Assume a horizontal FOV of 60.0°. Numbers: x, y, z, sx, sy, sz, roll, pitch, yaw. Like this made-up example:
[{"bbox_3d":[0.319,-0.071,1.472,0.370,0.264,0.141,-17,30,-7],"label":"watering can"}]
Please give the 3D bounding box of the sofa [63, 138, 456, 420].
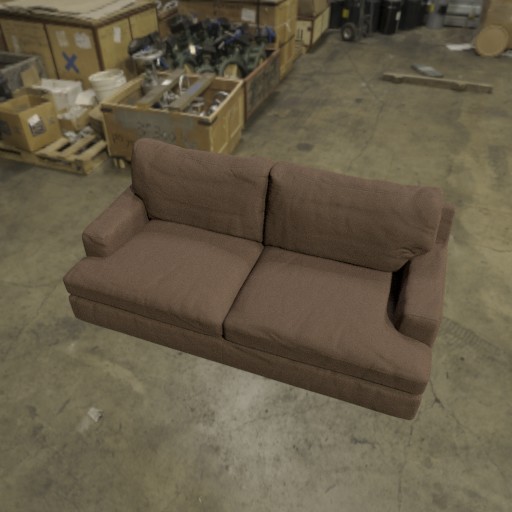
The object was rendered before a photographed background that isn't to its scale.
[{"bbox_3d":[0.000,0.000,2.833,2.274,0.950,1.140,13,41,15],"label":"sofa"}]
